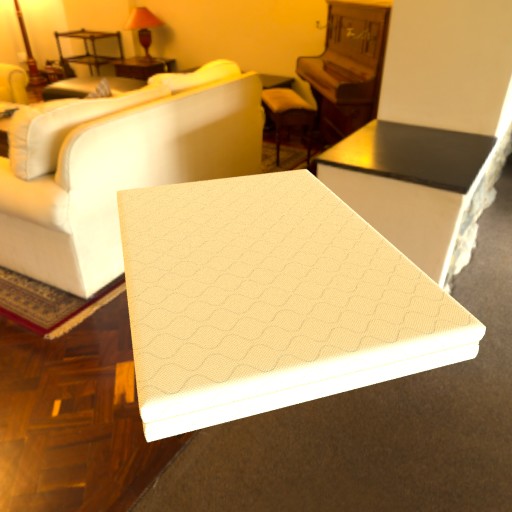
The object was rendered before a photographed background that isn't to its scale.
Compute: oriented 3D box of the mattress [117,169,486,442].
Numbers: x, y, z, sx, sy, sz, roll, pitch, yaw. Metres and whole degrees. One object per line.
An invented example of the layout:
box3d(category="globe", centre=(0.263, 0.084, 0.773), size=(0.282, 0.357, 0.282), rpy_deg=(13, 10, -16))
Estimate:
box3d(category="mattress", centre=(0.000, 0.000, 2.457), size=(1.400, 0.200, 1.900), rpy_deg=(-9, 33, -15))
